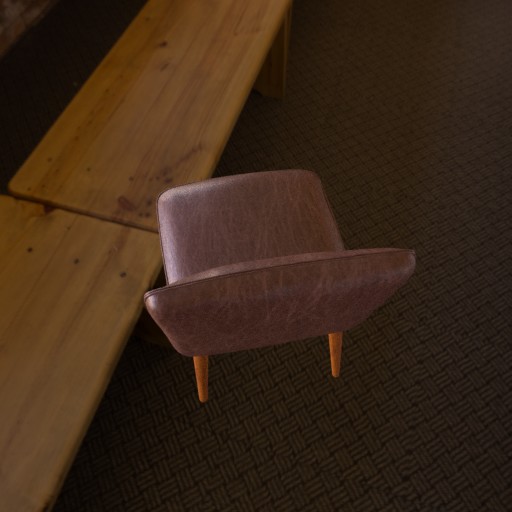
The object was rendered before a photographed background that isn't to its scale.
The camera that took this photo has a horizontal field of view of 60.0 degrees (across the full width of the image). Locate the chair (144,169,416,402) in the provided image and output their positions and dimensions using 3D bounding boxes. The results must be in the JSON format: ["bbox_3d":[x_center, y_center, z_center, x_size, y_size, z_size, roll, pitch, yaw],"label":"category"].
[{"bbox_3d":[0.000,0.000,1.232,0.543,0.803,0.645,-13,60,-8],"label":"chair"}]
